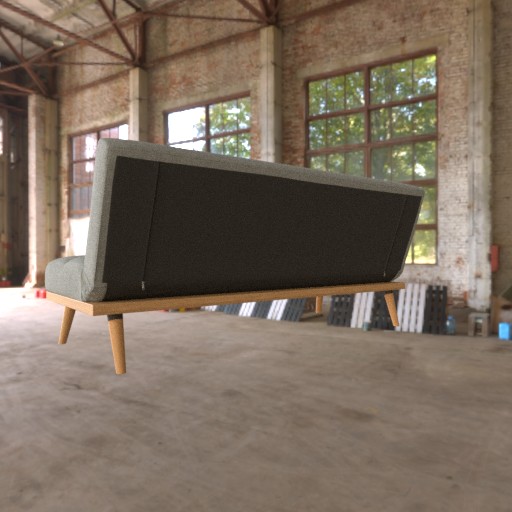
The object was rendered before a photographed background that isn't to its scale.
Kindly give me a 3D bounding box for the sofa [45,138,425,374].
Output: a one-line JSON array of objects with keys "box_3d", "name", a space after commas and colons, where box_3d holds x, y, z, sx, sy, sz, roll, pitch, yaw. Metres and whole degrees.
[{"box_3d": [0.000, 0.000, 2.240, 1.820, 0.800, 0.800, 0, 1, -38], "name": "sofa"}]
